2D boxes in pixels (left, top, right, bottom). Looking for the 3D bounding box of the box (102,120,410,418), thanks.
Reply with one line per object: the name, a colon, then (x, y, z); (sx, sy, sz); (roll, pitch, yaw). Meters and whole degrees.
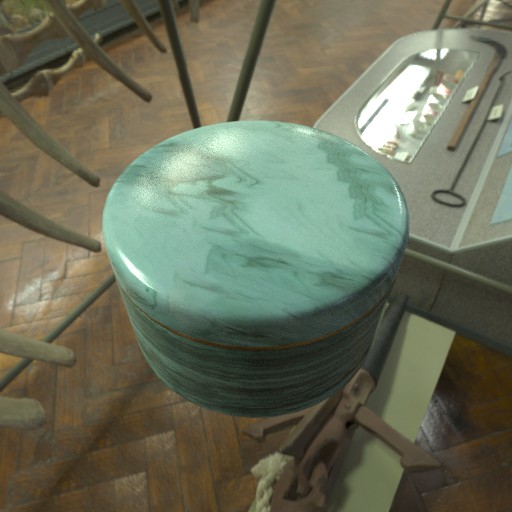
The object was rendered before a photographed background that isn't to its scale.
box: (0.000, 0.000, 0.168); (0.101, 0.063, 0.101); (0, 46, 0)
